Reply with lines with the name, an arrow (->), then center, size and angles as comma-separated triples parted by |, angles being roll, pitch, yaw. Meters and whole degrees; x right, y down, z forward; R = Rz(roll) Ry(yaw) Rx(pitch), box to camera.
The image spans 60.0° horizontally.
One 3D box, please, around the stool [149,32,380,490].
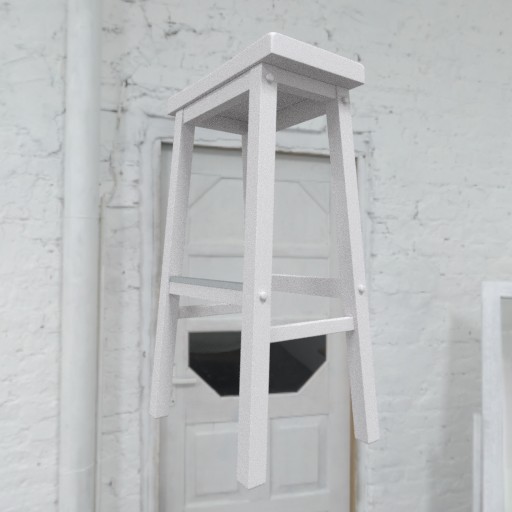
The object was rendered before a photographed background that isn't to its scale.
stool -> 0.000, 0.000, 0.959 | 0.322, 0.742, 0.406 | 0, 1, -36
